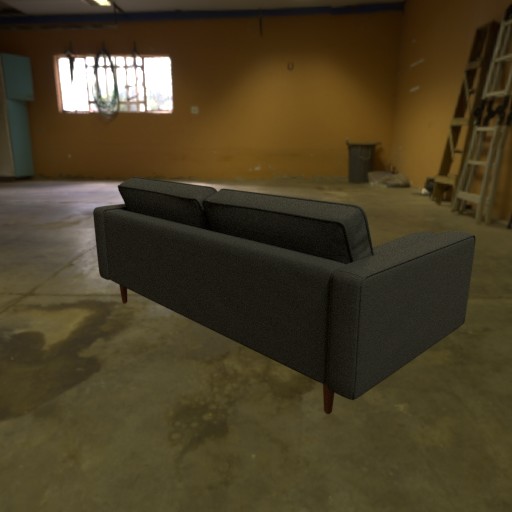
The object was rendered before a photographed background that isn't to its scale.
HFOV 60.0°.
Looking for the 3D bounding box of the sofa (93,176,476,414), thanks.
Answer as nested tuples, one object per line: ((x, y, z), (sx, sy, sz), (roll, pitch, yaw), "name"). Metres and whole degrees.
((0.000, 0.000, 2.329), (0.914, 0.759, 1.875), (-14, 21, -42), "sofa")
